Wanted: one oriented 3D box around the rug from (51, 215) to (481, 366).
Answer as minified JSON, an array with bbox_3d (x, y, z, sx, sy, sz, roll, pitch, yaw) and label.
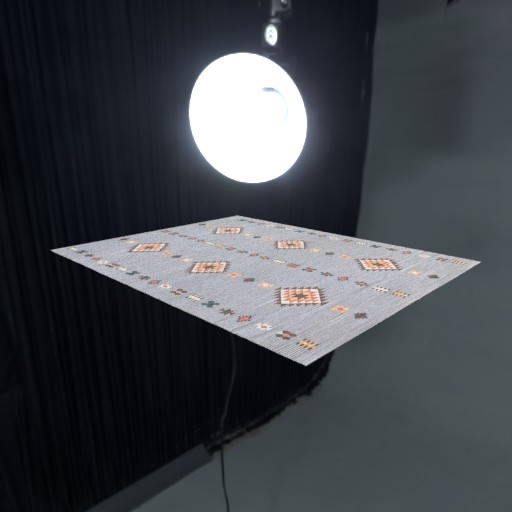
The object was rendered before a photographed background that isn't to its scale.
[{"bbox_3d":[0.000,0.000,3.989,3.035,0.008,2.425,15,22,42],"label":"rug"}]
